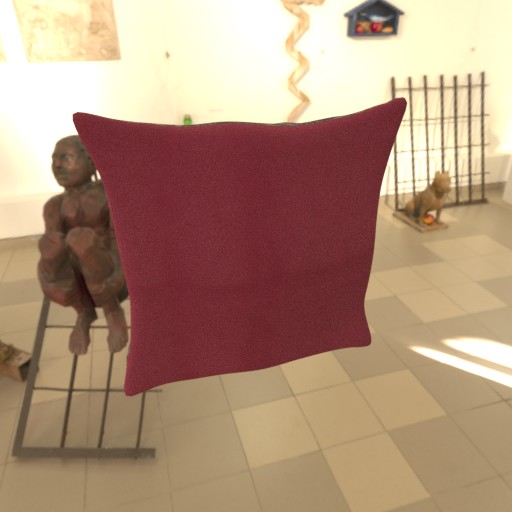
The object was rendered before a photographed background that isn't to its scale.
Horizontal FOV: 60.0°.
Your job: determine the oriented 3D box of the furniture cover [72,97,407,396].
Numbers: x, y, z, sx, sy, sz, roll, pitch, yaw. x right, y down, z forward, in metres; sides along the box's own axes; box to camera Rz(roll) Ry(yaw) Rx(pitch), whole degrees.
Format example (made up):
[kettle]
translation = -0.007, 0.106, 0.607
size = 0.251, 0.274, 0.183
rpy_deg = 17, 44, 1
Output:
[furniture cover]
translation = 0.000, 0.000, 0.776
size = 0.514, 0.513, 0.163
rpy_deg = -8, 29, -15
